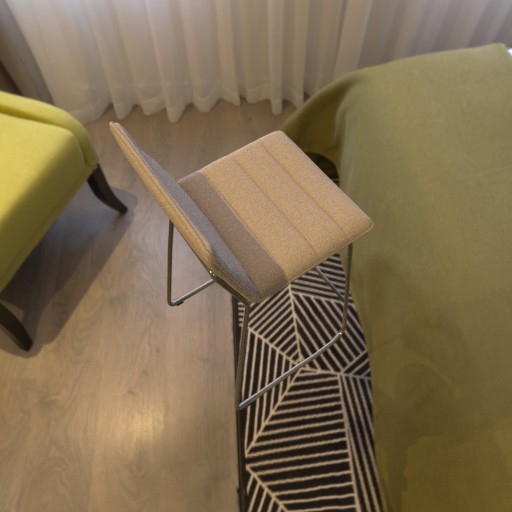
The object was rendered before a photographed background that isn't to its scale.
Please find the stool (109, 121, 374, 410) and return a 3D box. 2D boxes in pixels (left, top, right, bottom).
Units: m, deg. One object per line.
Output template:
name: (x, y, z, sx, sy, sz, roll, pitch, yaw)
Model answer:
stool: (0.000, 0.000, 1.268, 0.490, 0.960, 0.490, -31, 64, -17)
